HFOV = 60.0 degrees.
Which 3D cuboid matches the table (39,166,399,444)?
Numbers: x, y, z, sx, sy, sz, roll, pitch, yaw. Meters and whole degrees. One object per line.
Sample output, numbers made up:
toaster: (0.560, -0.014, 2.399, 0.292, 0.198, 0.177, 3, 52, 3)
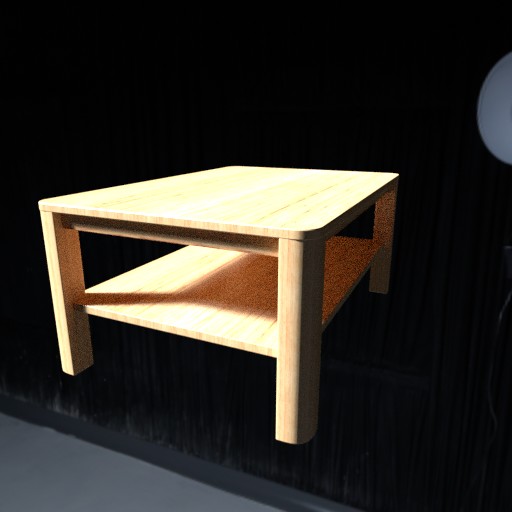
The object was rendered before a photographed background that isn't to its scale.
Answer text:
table: (0.000, 0.000, 1.388, 0.696, 0.445, 0.997, 8, 18, 24)
